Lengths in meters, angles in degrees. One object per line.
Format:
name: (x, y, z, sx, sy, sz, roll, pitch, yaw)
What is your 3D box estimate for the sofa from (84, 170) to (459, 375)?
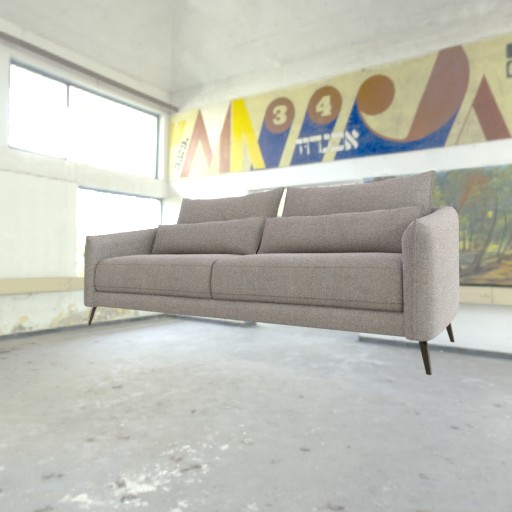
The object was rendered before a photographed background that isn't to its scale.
sofa: (0.000, 0.000, 2.396, 2.022, 0.833, 0.809, 0, -1, 35)
